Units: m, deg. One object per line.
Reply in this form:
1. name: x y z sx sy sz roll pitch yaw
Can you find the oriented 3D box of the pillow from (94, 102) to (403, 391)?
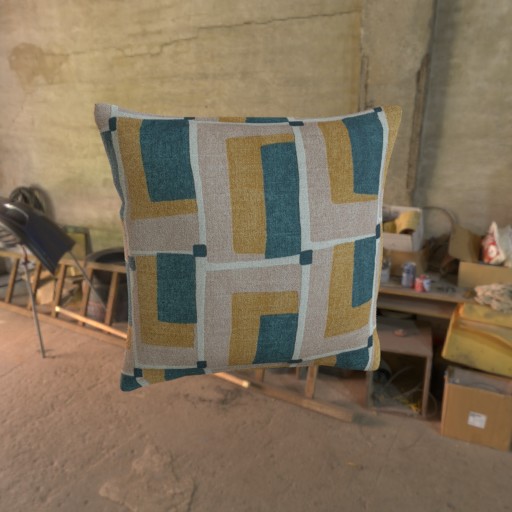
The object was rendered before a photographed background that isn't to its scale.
1. pillow: 0.000 0.000 0.735 0.478 0.479 0.158 -2 16 -8
